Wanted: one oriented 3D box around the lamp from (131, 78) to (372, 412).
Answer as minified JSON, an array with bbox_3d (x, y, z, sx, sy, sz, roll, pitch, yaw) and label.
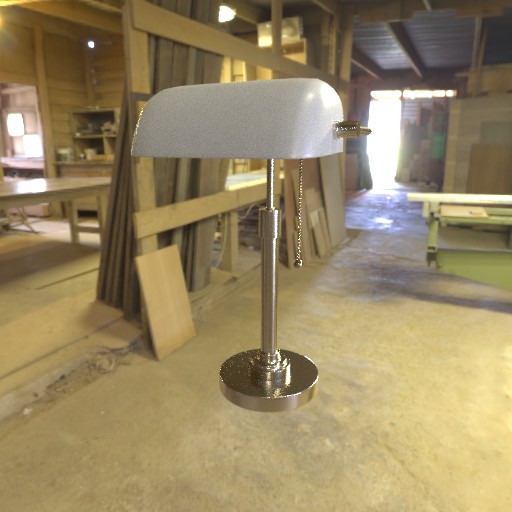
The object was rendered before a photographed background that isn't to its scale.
[{"bbox_3d":[0.000,0.000,0.562,0.269,0.404,0.227,7,16,26],"label":"lamp"}]
